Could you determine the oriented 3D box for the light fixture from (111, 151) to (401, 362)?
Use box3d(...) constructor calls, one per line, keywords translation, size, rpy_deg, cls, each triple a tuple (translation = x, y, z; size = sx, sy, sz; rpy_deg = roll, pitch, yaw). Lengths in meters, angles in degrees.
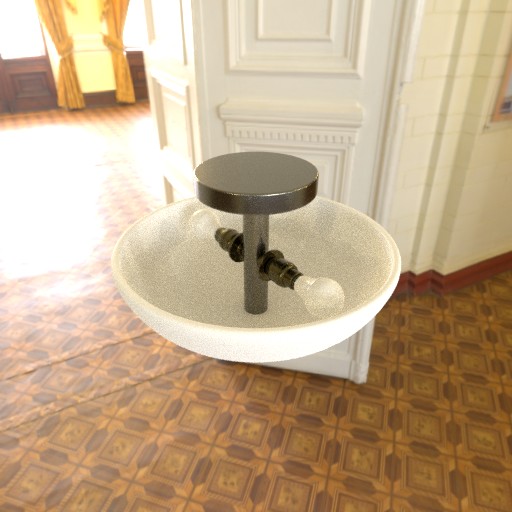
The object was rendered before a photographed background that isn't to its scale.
box3d(translation=(0.000, 0.000, 0.531), size=(0.330, 0.214, 0.330), rpy_deg=(0, 30, 0), cls="light fixture")
